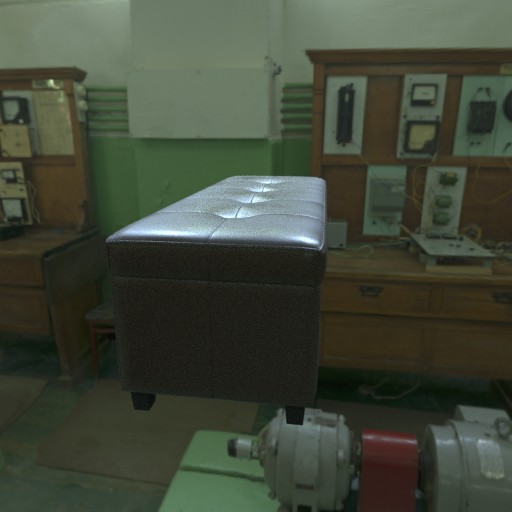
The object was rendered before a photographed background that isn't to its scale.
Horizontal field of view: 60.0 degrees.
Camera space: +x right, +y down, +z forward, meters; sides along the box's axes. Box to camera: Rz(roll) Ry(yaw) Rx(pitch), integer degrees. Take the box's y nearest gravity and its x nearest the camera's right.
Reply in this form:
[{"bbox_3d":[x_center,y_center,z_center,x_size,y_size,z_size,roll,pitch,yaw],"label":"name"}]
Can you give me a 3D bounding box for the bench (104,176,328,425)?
[{"bbox_3d":[0.000,0.000,1.461,0.450,0.417,1.219,2,16,8],"label":"bench"}]
